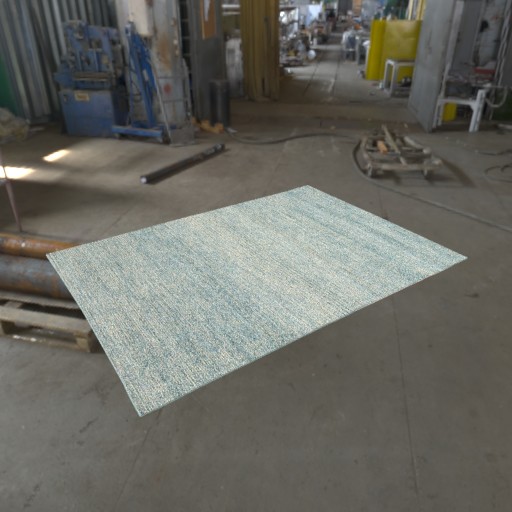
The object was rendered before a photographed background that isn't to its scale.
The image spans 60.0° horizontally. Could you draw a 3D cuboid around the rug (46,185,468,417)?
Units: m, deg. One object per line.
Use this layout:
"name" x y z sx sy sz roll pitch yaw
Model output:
"rug" 0.000 0.000 2.903 2.260 0.026 1.611 -19 35 -29
